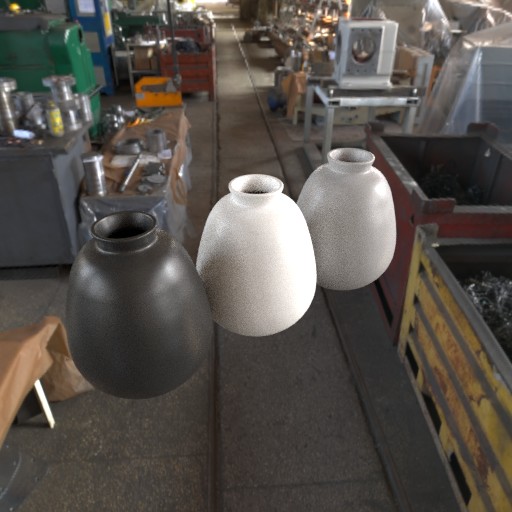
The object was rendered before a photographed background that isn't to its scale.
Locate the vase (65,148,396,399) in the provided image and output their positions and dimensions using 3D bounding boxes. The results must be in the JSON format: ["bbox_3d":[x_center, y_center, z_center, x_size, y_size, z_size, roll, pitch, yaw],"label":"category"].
[{"bbox_3d":[0.000,0.000,0.350,0.297,0.122,0.097,-22,38,-31],"label":"vase"}]
